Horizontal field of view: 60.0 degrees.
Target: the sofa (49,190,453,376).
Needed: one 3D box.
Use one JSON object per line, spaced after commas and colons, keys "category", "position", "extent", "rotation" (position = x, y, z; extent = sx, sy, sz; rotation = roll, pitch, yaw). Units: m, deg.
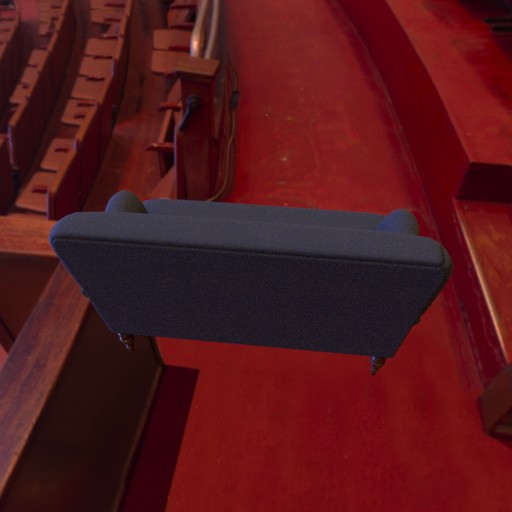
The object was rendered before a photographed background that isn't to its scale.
{"category": "sofa", "position": [0.000, 0.000, 1.825], "extent": [1.297, 0.889, 0.779], "rotation": [4, 47, 4]}
